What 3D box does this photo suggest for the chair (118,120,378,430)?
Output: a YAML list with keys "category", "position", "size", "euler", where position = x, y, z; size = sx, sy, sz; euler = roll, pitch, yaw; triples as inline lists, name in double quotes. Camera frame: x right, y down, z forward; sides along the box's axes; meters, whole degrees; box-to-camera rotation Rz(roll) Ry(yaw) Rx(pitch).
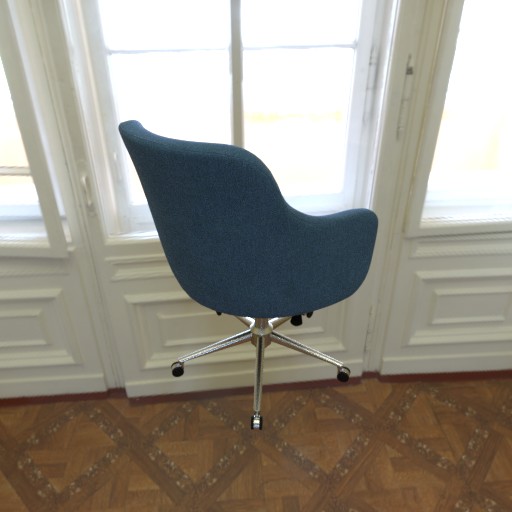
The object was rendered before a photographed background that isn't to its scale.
- category: "chair"
  position: [0.000, 0.000, 1.266]
  size: [0.599, 0.820, 0.655]
  euler: [23, 38, 33]
